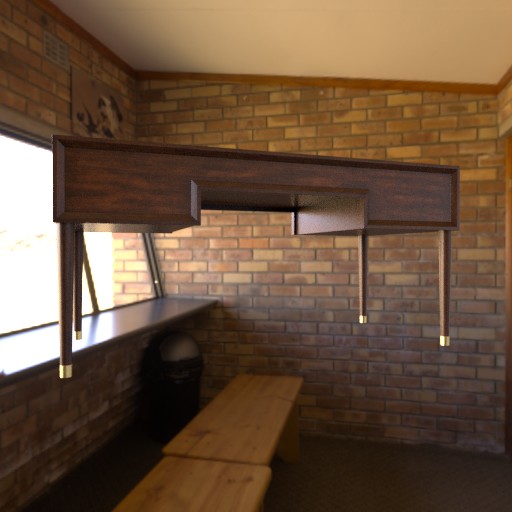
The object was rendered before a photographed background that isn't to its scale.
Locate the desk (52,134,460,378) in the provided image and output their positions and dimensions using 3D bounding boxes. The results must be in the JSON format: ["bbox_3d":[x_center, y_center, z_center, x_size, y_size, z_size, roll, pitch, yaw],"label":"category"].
[{"bbox_3d":[0.000,0.000,1.967,1.575,0.762,0.724,0,1,-19],"label":"desk"}]
